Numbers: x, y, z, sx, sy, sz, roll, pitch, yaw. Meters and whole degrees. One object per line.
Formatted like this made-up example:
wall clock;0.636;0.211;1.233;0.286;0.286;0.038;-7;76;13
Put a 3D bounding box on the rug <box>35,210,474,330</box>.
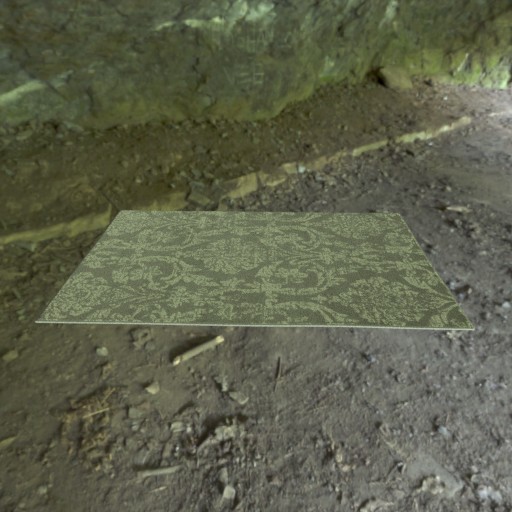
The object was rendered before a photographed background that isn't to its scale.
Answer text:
rug;0.000;0.000;2.365;1.824;0.012;1.206;1;29;1
